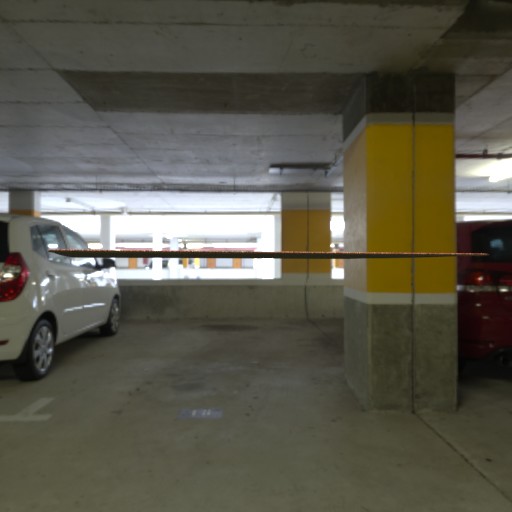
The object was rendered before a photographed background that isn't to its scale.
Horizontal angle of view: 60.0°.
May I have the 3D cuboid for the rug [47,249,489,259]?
[{"bbox_3d":[0.000,0.000,2.170,1.747,0.011,1.139,0,-1,-19],"label":"rug"}]
